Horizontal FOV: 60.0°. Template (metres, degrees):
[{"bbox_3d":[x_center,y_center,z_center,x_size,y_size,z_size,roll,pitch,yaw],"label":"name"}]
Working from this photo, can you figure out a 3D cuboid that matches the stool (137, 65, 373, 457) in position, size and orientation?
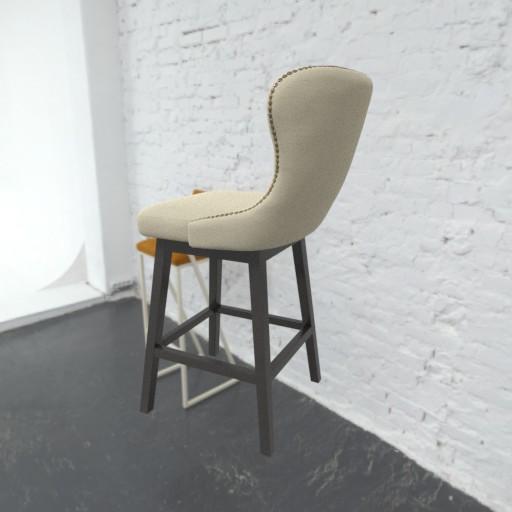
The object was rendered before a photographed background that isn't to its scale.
[{"bbox_3d":[0.000,0.000,1.295,0.593,0.971,0.528,8,18,25],"label":"stool"}]
